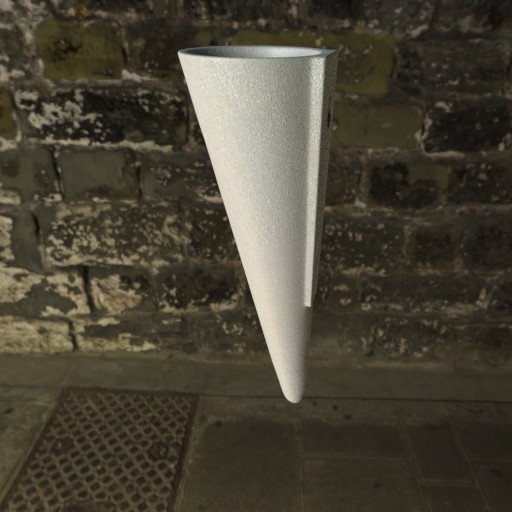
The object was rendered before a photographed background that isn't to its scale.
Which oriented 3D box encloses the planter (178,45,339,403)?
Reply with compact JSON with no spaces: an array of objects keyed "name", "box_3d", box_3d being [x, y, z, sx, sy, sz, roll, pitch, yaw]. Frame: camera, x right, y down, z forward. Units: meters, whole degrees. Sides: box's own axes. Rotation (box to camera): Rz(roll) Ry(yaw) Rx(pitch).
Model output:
[{"name":"planter","box_3d":[0.000,0.000,0.227,0.064,0.191,0.057,9,30,15]}]
